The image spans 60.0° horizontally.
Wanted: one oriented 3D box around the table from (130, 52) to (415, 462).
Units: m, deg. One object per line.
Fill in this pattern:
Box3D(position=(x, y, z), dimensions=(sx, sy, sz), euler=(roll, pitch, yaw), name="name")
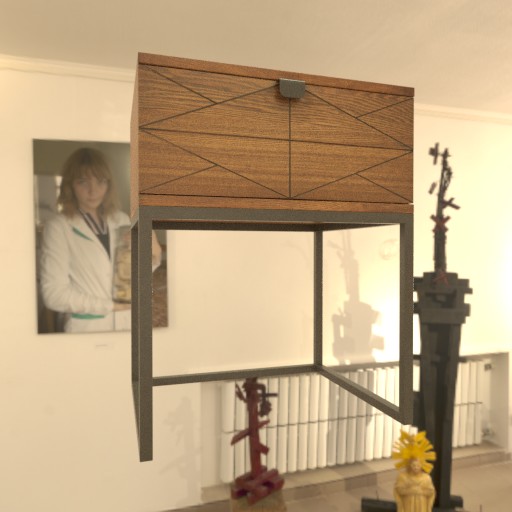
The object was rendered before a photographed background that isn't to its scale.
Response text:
Box3D(position=(0.000, 0.000, 0.907), dimensions=(0.482, 0.610, 0.400), euler=(0, 1, -17), name="table")
